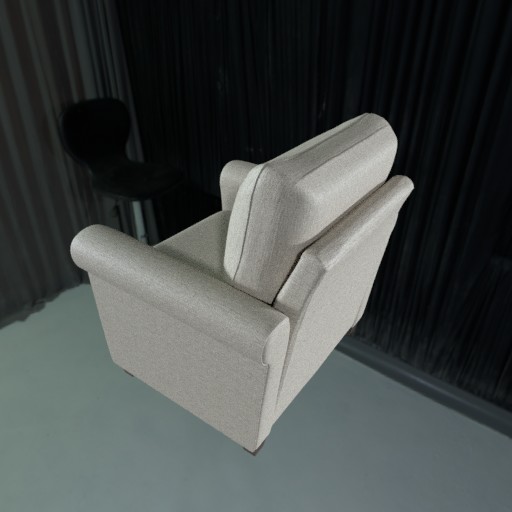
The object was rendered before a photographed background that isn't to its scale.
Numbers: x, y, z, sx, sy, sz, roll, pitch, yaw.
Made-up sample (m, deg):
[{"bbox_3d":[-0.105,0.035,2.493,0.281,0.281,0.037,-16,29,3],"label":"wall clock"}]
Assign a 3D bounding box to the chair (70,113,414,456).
[{"bbox_3d":[0.000,0.000,2.219,1.180,1.349,1.275,21,38,29],"label":"chair"}]
